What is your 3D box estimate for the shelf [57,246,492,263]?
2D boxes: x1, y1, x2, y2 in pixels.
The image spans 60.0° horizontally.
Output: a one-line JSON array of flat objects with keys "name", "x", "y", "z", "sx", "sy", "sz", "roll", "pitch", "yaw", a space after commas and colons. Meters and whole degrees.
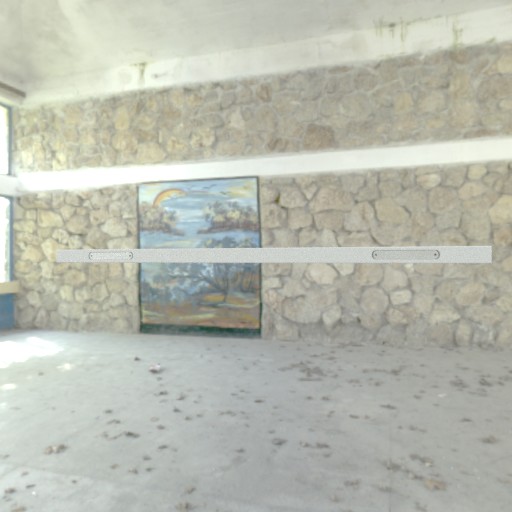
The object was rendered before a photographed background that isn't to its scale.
[{"name": "shelf", "x": 0.000, "y": 0.000, "z": 0.666, "sx": 0.610, "sy": 0.020, "sz": 0.140, "roll": 0, "pitch": -1, "yaw": 18}]
